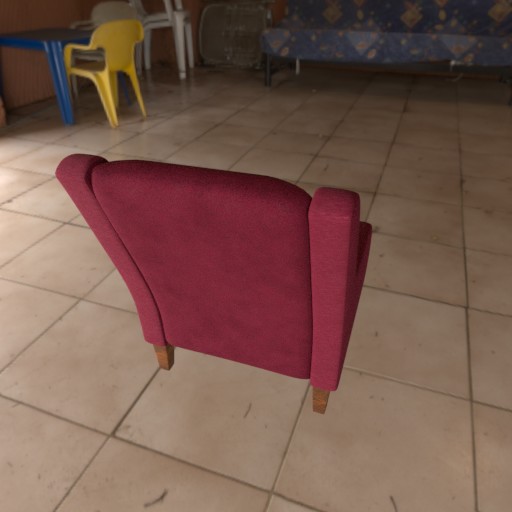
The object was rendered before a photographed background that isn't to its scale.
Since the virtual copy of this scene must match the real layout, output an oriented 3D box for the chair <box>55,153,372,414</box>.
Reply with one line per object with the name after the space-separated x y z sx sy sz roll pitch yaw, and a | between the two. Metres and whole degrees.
0.000 0.000 1.689 0.793 1.017 0.985 11 34 16 | chair
